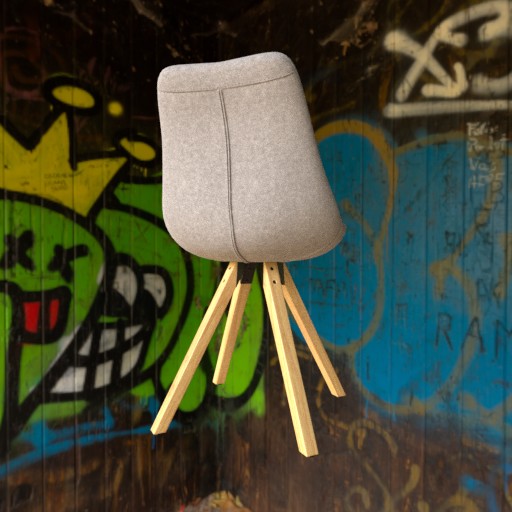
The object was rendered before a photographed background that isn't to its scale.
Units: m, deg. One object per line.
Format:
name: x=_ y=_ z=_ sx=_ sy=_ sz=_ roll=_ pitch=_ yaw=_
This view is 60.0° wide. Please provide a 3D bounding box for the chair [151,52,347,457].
chair: x=0.000 y=0.000 z=1.215 sx=0.483 sy=0.865 sz=0.550 roll=0 pitch=1 yaw=18
